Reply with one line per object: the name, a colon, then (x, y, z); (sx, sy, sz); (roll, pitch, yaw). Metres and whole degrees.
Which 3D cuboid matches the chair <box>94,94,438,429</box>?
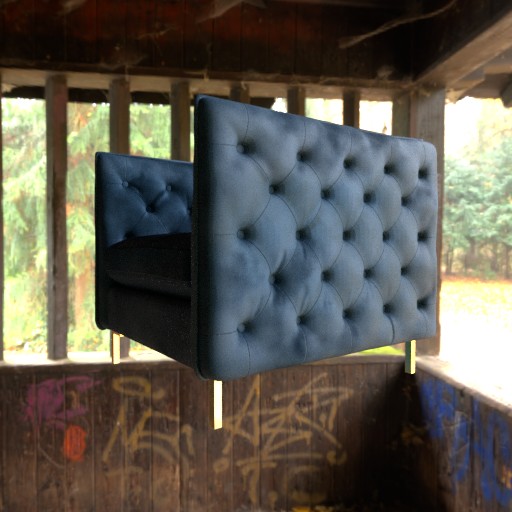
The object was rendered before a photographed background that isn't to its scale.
chair: (0.000, 0.000, 1.524); (0.877, 0.771, 0.868); (-1, 2, -36)
